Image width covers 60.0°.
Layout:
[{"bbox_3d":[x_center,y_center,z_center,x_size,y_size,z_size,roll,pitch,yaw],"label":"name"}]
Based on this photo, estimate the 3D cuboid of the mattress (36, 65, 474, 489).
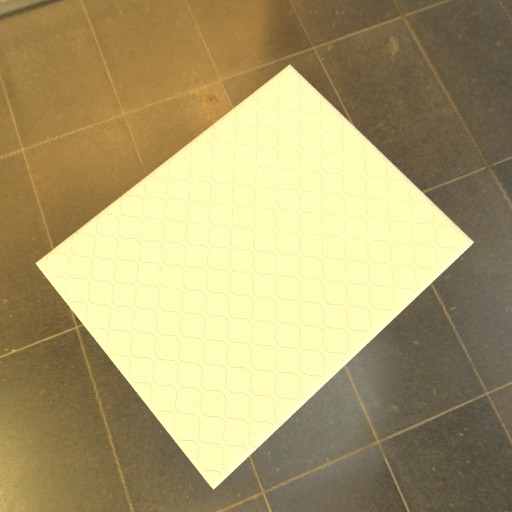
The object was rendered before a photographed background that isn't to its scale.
[{"bbox_3d":[0.000,0.000,2.654,2.000,0.200,1.600,-41,80,-9],"label":"mattress"}]
